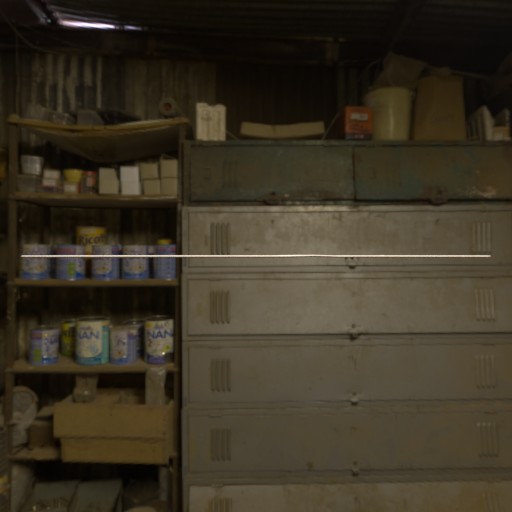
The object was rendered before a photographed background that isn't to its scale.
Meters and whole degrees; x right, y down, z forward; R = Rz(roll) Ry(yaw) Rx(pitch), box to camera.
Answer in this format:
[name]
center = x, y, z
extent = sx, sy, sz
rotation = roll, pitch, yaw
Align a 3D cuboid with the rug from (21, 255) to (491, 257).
[rug]
center = 0.000, 0.000, 4.027
extent = 3.009, 0.019, 2.423
rotation = 0, 0, 0
